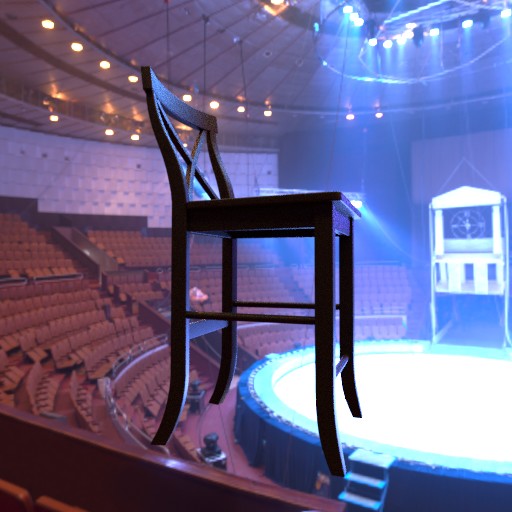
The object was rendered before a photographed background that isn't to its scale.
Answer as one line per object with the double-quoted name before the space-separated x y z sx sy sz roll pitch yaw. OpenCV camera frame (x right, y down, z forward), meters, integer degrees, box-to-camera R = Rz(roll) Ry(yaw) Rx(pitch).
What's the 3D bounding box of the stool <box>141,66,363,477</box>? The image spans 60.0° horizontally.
"stool" 0.000 0.000 1.276 0.559 0.989 0.452 0 -1 19
